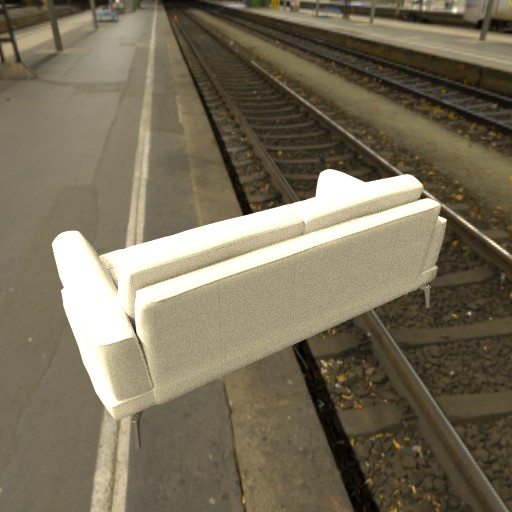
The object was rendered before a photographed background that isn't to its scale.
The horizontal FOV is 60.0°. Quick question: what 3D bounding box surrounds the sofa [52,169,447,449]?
[{"bbox_3d":[0.000,0.000,2.683,2.177,0.930,1.121,-18,35,-27],"label":"sofa"}]
